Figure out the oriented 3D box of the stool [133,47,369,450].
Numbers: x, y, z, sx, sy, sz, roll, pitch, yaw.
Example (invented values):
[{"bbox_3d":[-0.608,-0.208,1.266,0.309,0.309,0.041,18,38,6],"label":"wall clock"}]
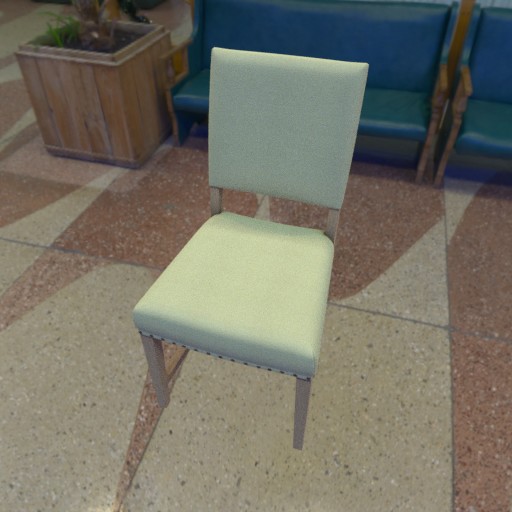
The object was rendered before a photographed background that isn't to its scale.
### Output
[{"bbox_3d":[0.000,0.000,1.326,0.508,0.986,0.623,12,43,13],"label":"stool"}]
